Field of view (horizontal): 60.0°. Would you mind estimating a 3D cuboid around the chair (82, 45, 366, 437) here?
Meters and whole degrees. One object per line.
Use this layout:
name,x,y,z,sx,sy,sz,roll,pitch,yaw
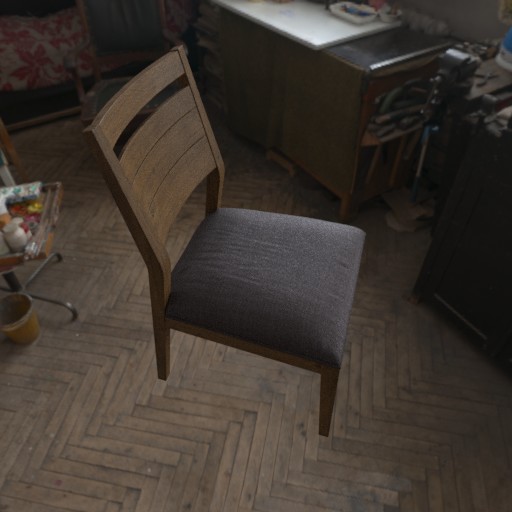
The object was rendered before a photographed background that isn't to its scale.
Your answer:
chair,0.000,0.000,1.249,0.610,0.939,0.501,12,47,11
